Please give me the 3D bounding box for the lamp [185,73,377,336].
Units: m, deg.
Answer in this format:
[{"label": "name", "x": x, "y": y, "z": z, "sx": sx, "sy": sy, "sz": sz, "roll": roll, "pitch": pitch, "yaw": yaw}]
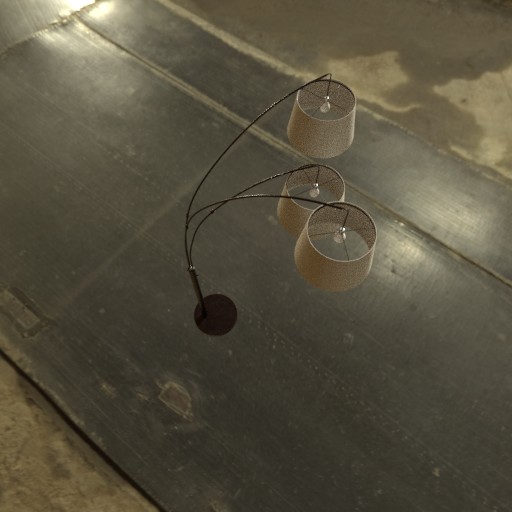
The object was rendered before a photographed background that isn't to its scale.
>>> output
[{"label": "lamp", "x": 0.000, "y": 0.000, "z": 2.479, "sx": 0.924, "sy": 1.950, "sz": 0.951, "roll": 0, "pitch": 63, "yaw": 0}]
